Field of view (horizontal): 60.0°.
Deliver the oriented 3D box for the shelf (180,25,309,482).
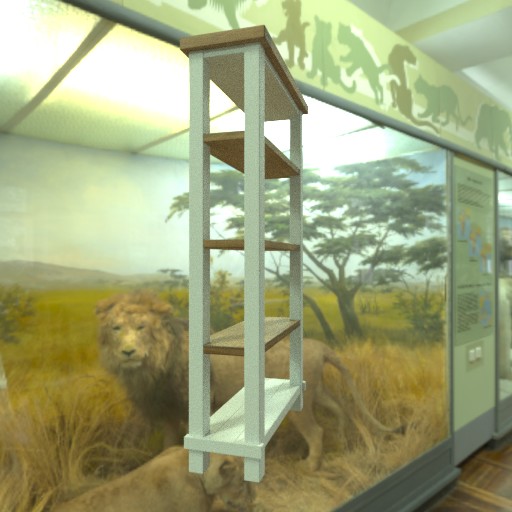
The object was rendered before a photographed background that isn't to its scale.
[{"bbox_3d":[0.000,0.000,2.341,0.381,1.878,1.022,0,0,17],"label":"shelf"}]
